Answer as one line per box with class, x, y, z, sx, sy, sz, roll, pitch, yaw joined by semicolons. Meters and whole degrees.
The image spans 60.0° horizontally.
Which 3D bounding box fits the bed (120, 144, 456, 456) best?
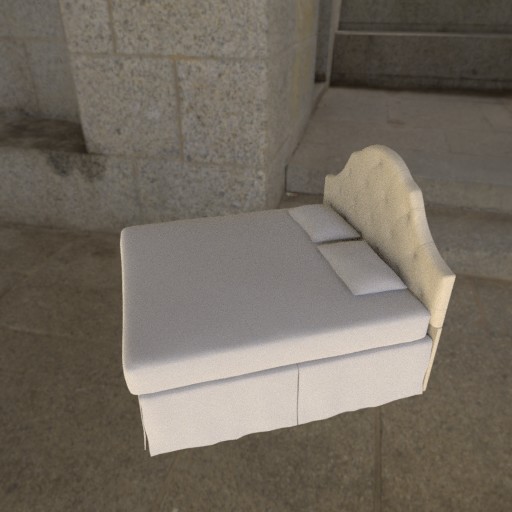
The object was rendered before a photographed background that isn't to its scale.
bed;0.000;0.000;3.469;2.086;1.555;2.012;-8;31;-13
